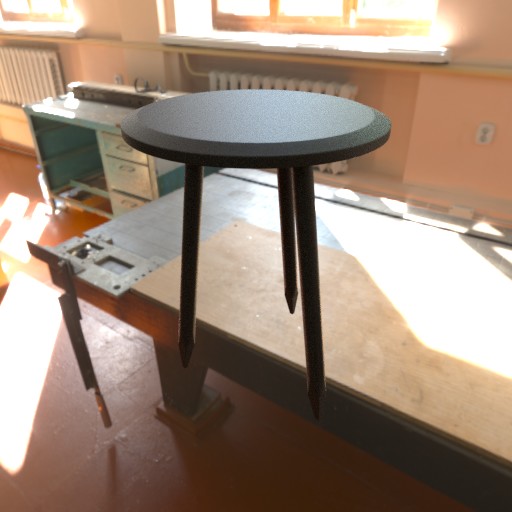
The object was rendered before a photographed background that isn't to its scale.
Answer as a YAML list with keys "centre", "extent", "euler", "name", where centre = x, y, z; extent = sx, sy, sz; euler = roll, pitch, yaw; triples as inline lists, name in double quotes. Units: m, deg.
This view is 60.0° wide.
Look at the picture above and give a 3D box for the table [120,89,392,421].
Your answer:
- centre: [0.000, 0.000, 0.915]
  extent: [0.457, 0.585, 0.457]
  euler: [0, 30, 0]
  name: "table"
